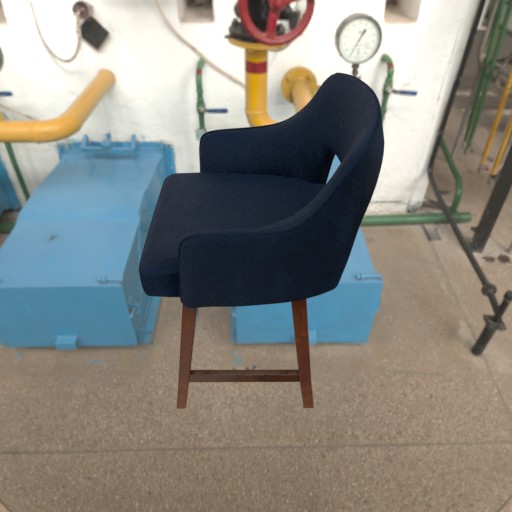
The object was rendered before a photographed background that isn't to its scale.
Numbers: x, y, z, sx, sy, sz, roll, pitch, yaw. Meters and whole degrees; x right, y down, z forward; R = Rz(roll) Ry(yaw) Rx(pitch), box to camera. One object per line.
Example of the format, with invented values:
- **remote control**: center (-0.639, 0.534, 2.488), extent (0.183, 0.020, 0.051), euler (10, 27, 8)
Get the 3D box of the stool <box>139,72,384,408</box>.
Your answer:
- **stool**: center (0.000, 0.000, 1.289), extent (0.560, 0.940, 0.550), euler (0, 40, 0)
